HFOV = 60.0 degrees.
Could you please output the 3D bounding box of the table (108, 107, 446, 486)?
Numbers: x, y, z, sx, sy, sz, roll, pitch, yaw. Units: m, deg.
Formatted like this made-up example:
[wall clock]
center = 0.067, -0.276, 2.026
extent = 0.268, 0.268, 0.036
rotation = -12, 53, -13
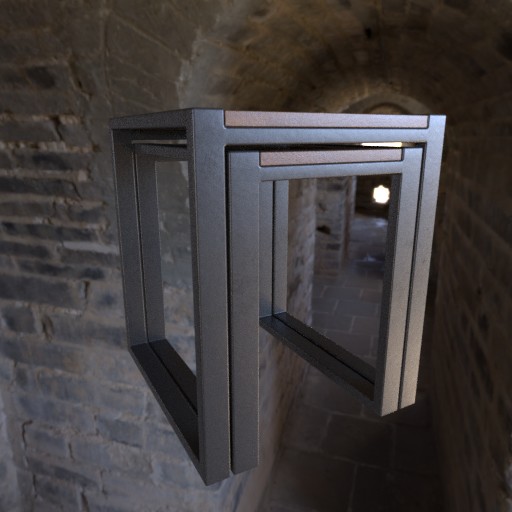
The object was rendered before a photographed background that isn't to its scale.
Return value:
[table]
center = 0.000, 0.000, 0.915
extent = 0.449, 0.550, 0.500
rotation = -8, 18, -28
